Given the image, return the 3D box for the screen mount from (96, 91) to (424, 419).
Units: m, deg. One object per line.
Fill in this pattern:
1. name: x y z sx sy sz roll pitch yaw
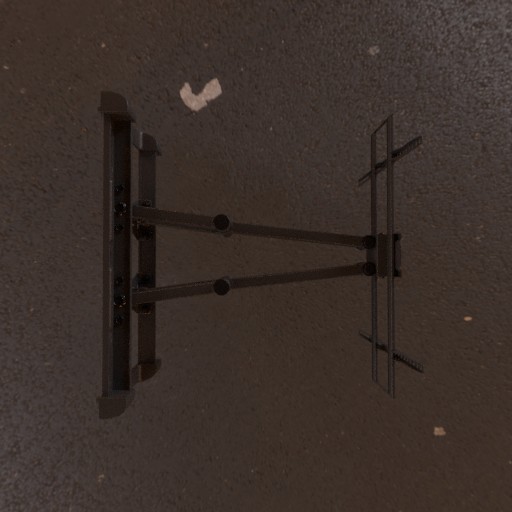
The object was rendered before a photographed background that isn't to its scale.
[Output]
1. screen mount: 0.000 0.000 1.096 0.644 0.491 0.661 0 89 -1
